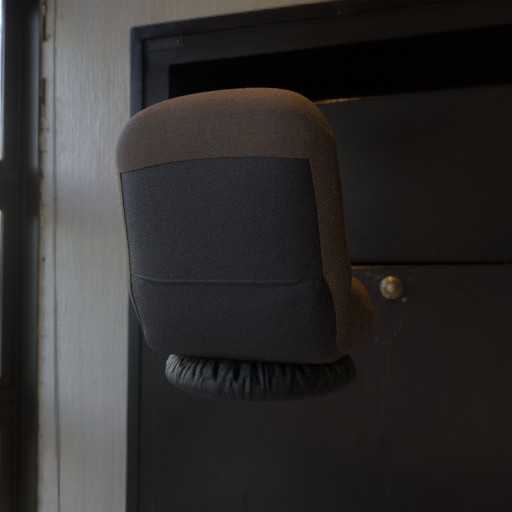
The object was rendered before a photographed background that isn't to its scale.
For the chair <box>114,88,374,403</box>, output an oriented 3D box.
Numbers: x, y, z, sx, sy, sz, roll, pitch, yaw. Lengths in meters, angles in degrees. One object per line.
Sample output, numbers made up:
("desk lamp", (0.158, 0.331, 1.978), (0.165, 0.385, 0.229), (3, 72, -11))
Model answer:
("chair", (0.000, 0.000, 1.038), (0.521, 0.594, 0.597), (-1, -2, 18))
